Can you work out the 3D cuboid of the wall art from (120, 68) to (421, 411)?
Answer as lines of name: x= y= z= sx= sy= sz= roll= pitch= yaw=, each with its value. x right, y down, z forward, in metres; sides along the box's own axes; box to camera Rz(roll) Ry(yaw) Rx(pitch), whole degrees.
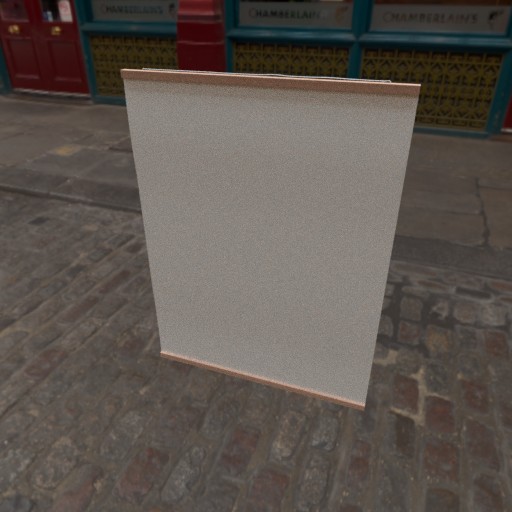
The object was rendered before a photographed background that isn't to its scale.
wall art: x=0.000 y=0.000 z=1.319 sx=0.758 sy=1.013 sz=0.020 roll=10 pitch=31 yaw=17
